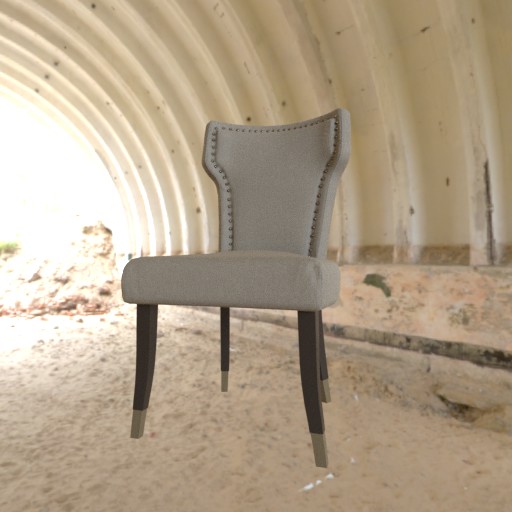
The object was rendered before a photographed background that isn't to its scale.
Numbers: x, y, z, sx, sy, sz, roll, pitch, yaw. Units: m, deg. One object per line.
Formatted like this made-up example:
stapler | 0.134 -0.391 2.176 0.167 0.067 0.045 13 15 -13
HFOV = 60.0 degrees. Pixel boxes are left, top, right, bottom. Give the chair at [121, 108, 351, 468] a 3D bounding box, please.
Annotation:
chair | 0.000 0.000 1.326 0.526 0.955 0.630 0 0 19
